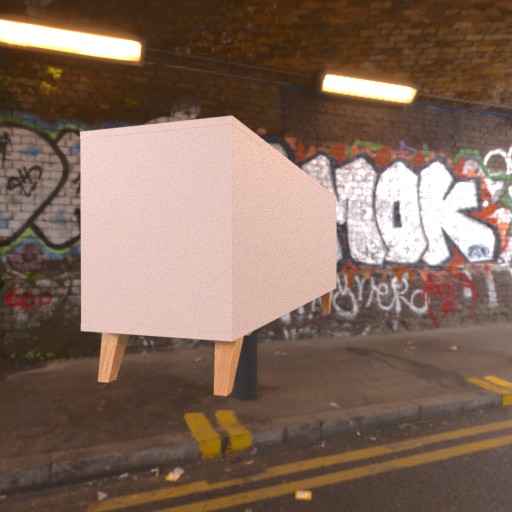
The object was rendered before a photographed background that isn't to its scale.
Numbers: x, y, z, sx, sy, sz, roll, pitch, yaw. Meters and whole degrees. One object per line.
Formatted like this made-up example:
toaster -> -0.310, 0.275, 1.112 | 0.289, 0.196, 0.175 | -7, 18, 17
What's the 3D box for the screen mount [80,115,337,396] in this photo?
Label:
screen mount -> 0.000, 0.000, 1.725 | 0.400, 0.619, 1.490 | 0, 1, 19
